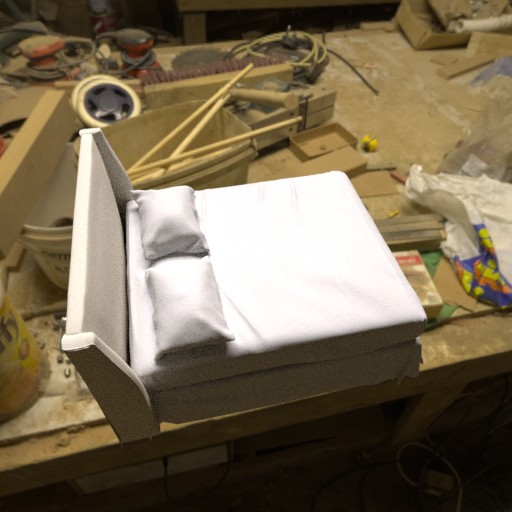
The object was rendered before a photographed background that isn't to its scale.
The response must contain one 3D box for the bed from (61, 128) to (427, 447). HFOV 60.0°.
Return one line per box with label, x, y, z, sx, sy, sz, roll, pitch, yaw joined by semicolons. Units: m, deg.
bed;0.000;0.000;3.299;2.276;1.332;1.925;-9;49;-8
